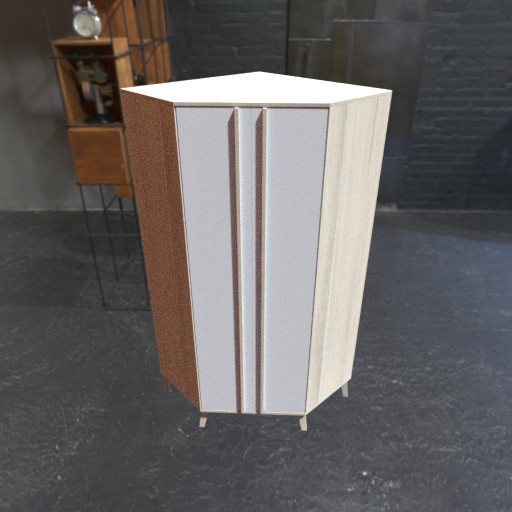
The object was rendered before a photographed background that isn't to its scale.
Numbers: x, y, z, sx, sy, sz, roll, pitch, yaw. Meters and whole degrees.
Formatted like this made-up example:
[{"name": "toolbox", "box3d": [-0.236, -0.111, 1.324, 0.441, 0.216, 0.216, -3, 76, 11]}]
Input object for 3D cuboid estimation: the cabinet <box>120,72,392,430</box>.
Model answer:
[{"name": "cabinet", "box3d": [0.000, 0.000, 2.683, 1.272, 1.957, 0.969, 1, 30, 2]}]
